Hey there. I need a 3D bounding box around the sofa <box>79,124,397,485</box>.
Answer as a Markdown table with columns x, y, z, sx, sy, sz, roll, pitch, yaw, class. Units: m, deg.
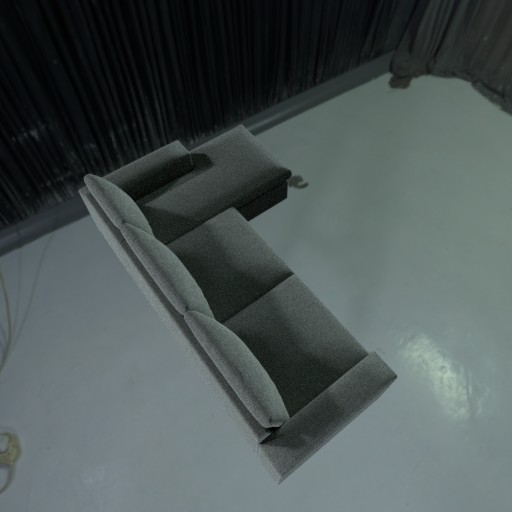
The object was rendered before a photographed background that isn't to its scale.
| x | y | z | sx | sy | sz | roll | pitch | yaw | class |
| --- | --- | --- | --- | --- | --- | --- | --- | --- | --- |
| 0.000 | 0.000 | 3.515 | 1.689 | 0.940 | 2.718 | -33 | 64 | -19 | sofa |
